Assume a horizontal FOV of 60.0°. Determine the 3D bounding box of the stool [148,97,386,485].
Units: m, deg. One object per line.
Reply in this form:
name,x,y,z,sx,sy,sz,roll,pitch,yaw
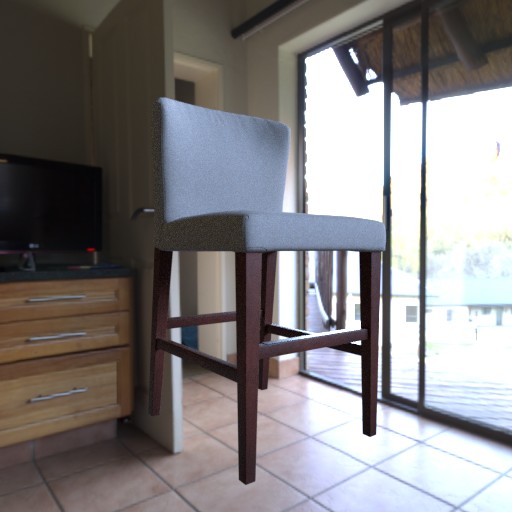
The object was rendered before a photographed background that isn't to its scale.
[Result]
stool,0.000,0.000,1.271,0.479,0.968,0.568,-1,1,-36
